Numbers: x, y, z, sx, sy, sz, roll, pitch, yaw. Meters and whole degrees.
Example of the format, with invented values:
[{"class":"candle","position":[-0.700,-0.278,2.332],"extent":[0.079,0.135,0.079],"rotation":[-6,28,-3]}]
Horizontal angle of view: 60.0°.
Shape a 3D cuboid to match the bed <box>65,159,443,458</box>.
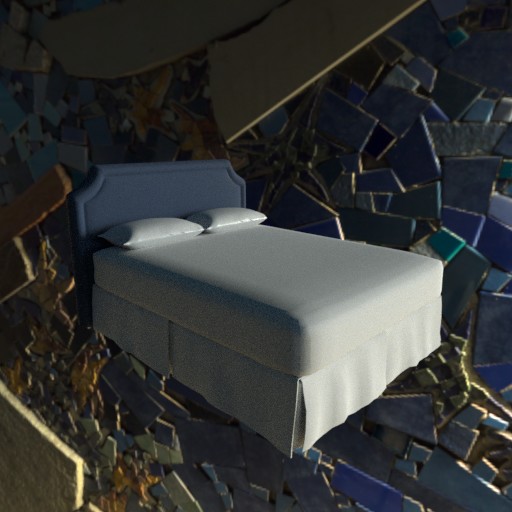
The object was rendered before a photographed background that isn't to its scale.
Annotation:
[{"class":"bed","position":[0.000,0.000,3.299],"extent":[2.260,1.297,1.831],"rotation":[14,20,42]}]
